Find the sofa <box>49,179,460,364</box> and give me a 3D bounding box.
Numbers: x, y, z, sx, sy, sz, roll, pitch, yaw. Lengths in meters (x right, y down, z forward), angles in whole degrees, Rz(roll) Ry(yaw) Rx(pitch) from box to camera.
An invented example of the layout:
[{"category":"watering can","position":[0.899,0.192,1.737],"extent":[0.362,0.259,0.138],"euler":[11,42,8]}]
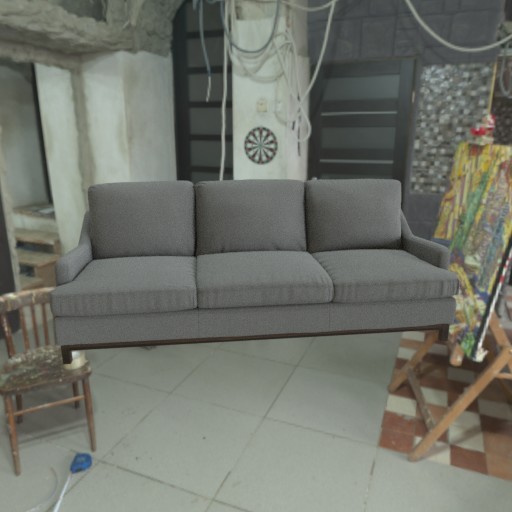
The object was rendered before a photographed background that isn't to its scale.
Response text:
[{"category":"sofa","position":[0.000,0.000,2.908],"extent":[2.344,0.926,0.987],"euler":[-2,16,-7]}]
